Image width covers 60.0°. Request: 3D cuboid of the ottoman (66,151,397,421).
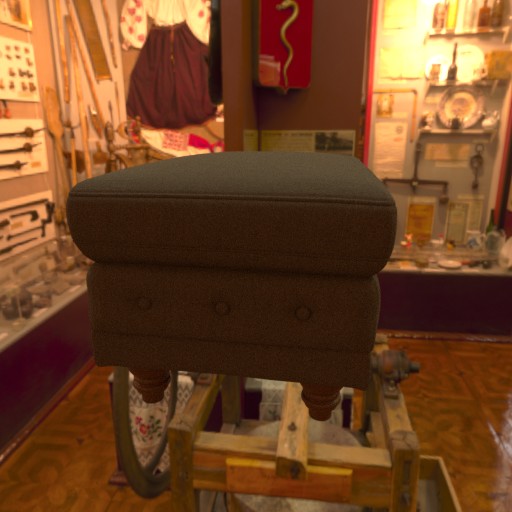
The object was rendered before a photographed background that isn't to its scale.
[{"bbox_3d":[0.000,0.000,1.122,0.569,0.500,0.771,3,17,9],"label":"ottoman"}]
